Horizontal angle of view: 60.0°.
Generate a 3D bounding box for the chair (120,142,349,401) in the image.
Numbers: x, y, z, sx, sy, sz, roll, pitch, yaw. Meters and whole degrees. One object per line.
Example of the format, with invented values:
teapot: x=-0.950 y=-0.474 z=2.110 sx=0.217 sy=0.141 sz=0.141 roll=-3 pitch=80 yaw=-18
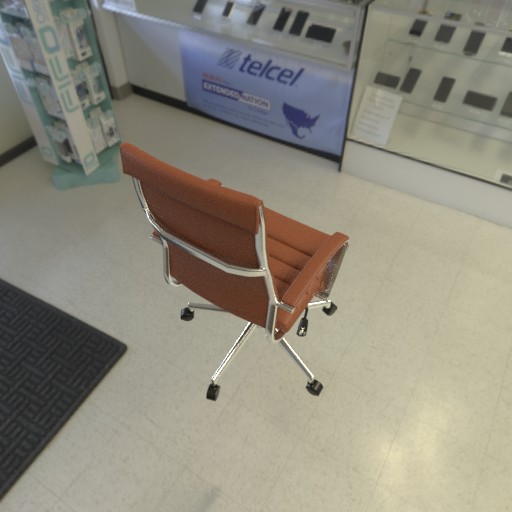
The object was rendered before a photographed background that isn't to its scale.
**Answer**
chair: x=0.000 y=0.000 z=1.670 sx=0.766 sy=1.149 sz=0.739 roll=26 pitch=52 yaw=22
